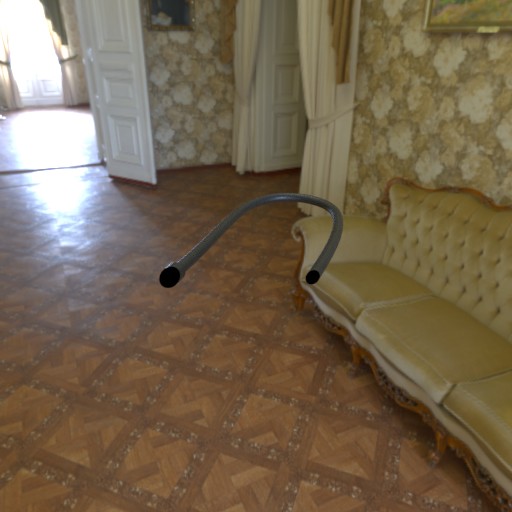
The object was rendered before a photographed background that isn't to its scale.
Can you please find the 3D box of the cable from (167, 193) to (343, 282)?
[{"bbox_3d":[0.000,0.000,0.110,0.040,0.006,0.098,9,27,17],"label":"cable"}]
